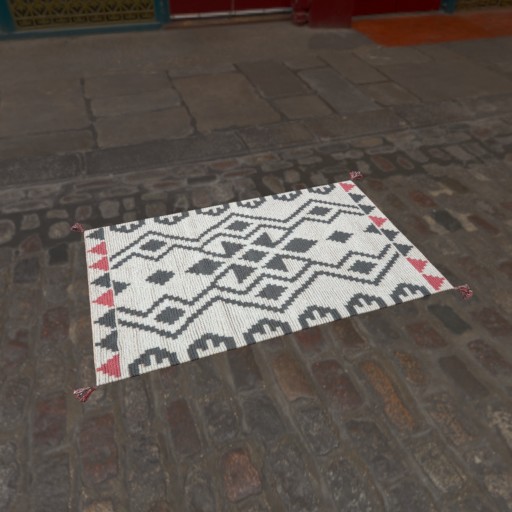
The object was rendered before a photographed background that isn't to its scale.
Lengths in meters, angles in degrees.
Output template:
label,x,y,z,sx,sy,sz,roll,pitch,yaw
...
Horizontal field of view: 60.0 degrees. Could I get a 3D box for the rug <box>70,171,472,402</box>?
label,x,y,z,sx,sy,sz,roll,pitch,yaw
rug,0.000,0.000,3.342,2.672,0.066,1.741,-13,42,-14
